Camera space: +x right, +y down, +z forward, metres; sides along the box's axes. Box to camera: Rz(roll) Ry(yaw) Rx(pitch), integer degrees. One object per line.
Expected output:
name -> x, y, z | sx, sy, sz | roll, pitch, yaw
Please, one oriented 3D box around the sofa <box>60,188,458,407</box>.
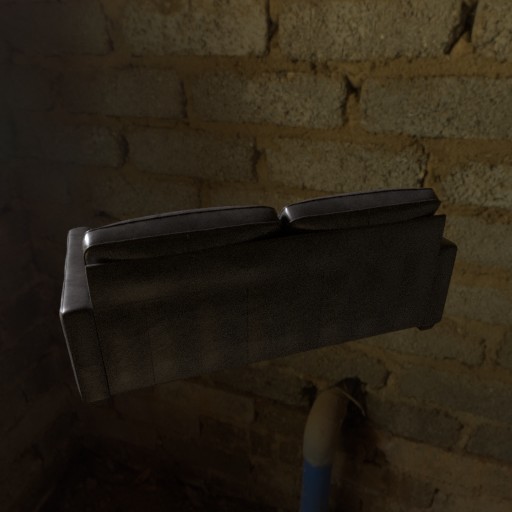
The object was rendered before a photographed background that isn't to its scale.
sofa -> 0.000, 0.000, 2.593 | 2.081, 0.916, 0.939 | -9, 28, -17
